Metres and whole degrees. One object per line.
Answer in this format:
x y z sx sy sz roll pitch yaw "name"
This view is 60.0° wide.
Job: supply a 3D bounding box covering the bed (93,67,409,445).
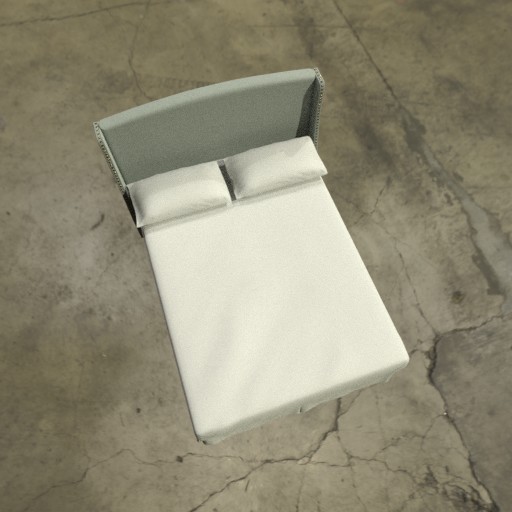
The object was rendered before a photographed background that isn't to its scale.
0.000 0.000 3.364 1.710 1.407 2.237 -17 65 -8 "bed"
